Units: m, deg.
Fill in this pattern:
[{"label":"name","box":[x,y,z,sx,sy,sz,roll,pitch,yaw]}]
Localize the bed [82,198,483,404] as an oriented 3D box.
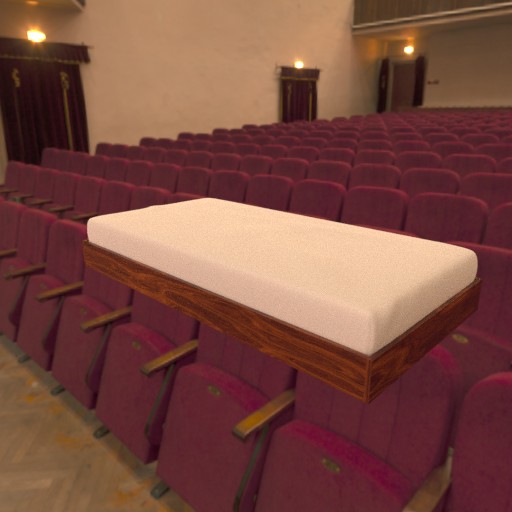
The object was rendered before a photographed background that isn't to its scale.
[{"label":"bed","box":[0.000,0.000,2.238,1.860,0.312,0.940,17,24,41]}]
